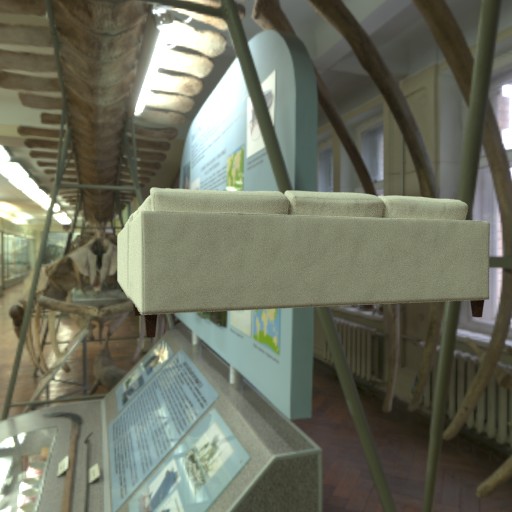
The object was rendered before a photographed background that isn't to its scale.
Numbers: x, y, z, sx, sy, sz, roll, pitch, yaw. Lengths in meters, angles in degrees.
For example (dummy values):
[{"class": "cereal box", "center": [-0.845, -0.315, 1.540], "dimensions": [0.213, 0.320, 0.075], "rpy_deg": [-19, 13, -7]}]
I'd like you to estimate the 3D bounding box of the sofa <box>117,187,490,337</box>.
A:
[{"class": "sofa", "center": [0.000, 0.000, 4.239], "dimensions": [2.432, 0.863, 3.182], "rpy_deg": [0, 0, -19]}]
